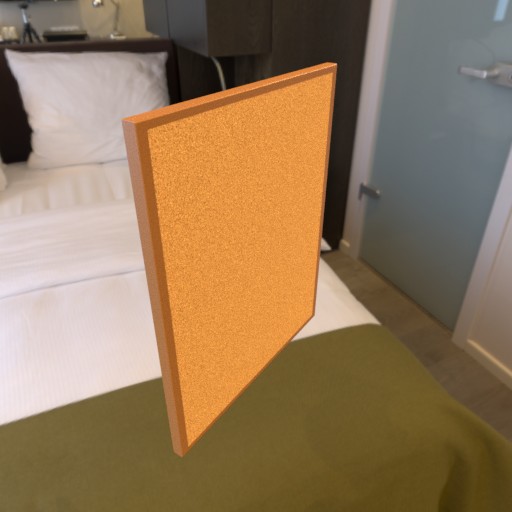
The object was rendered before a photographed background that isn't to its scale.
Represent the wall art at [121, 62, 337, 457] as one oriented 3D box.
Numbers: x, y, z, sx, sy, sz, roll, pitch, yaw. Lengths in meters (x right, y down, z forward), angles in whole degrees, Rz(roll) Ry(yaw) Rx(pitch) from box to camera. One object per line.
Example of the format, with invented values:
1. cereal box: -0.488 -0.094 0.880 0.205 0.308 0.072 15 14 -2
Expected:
1. wall art: 0.000 0.000 0.515 0.015 0.379 0.310 20 37 29
